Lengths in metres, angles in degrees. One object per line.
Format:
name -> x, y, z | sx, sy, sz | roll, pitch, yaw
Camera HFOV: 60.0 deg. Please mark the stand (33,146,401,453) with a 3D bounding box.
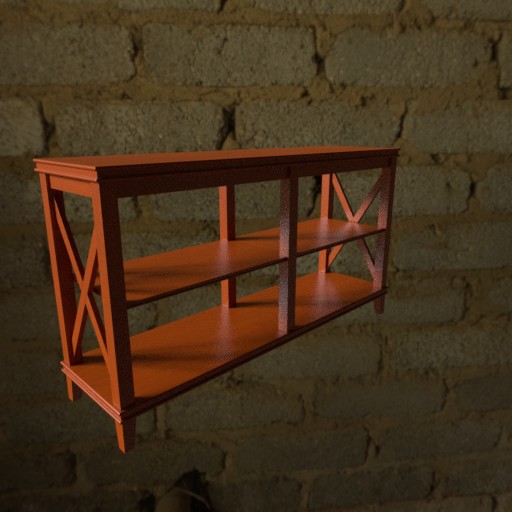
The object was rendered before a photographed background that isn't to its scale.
stand -> 0.000, 0.000, 1.671 | 1.372, 0.762, 0.381 | -15, 22, -43
